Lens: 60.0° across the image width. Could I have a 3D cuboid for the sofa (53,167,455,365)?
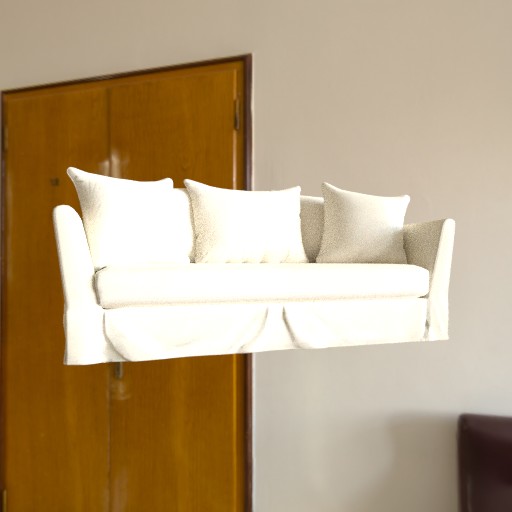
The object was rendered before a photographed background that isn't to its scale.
[{"bbox_3d":[0.000,0.000,2.857,2.290,1.034,1.031,0,-1,-18],"label":"sofa"}]
